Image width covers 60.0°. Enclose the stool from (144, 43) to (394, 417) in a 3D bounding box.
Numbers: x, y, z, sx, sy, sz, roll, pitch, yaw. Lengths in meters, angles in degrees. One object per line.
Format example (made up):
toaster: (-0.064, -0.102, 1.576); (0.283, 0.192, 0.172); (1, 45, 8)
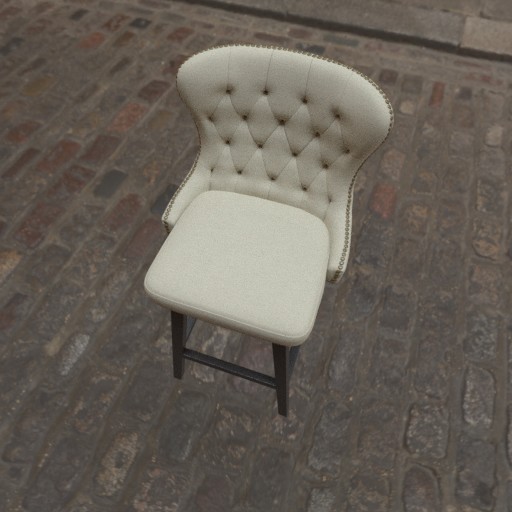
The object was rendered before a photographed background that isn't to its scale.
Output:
stool: (0.000, 0.000, 1.305); (0.528, 0.971, 0.593); (16, 59, 10)
